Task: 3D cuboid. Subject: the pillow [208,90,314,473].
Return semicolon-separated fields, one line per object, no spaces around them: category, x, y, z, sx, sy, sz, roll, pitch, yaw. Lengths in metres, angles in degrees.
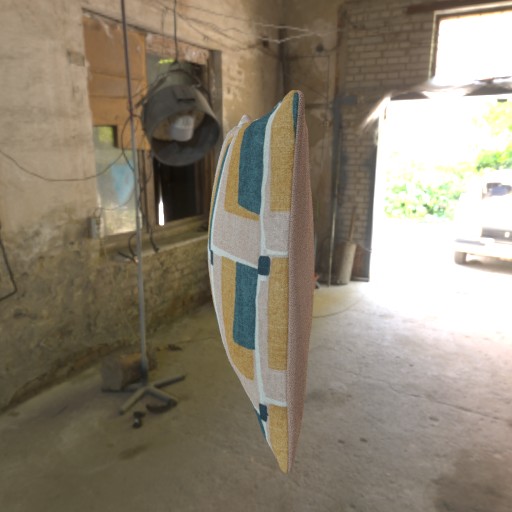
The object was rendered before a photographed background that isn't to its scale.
pillow;0.000;0.000;0.744;0.158;0.479;0.478;-2;15;-8
